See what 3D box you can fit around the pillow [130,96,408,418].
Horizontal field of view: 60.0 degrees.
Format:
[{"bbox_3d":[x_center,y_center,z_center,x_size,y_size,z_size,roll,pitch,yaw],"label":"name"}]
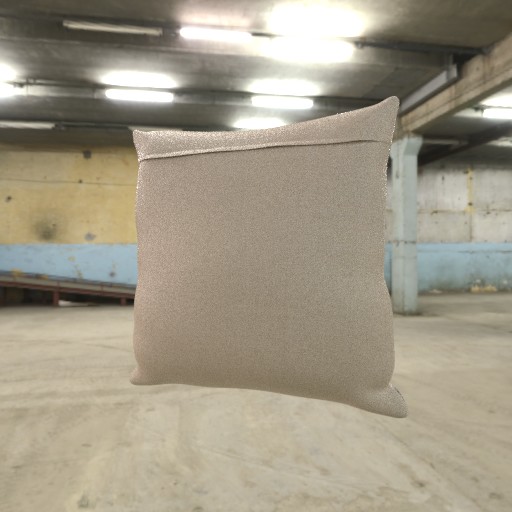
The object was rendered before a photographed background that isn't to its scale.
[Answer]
[{"bbox_3d":[0.000,0.000,0.679,0.440,0.441,0.182,0,-1,19],"label":"pillow"}]
